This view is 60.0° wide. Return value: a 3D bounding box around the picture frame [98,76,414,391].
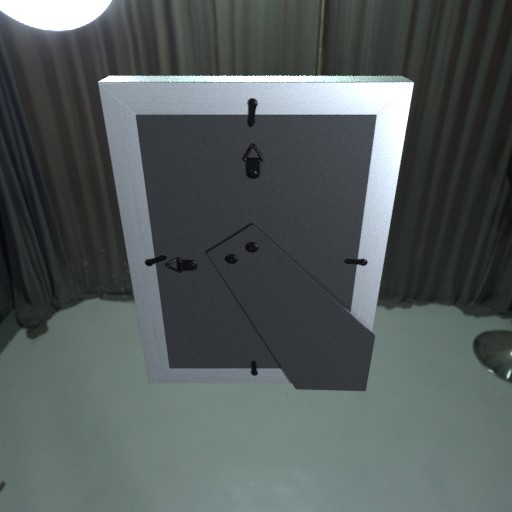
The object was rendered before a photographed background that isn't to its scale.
[{"bbox_3d":[0.000,0.000,0.278,0.157,0.208,0.028,0,30,0],"label":"picture frame"}]
